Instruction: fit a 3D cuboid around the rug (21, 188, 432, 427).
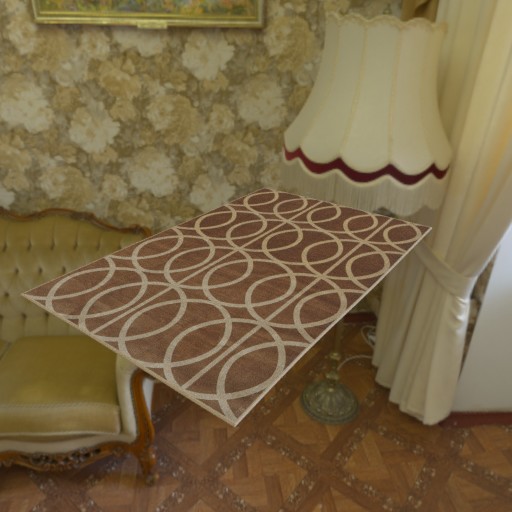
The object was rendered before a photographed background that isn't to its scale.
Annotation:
[{"bbox_3d":[0.000,0.000,2.842,1.528,0.014,2.294,19,33,32],"label":"rug"}]
